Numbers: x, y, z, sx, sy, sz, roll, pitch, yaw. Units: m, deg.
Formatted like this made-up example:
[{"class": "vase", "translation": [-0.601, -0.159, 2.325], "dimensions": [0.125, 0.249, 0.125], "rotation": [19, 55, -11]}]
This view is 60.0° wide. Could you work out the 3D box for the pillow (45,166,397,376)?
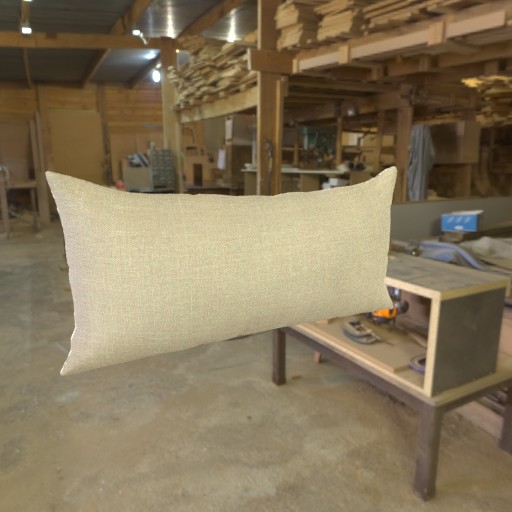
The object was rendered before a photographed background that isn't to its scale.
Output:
[{"class": "pillow", "translation": [0.000, 0.000, 0.745], "dimensions": [0.631, 0.290, 0.148], "rotation": [-6, 14, -26]}]
